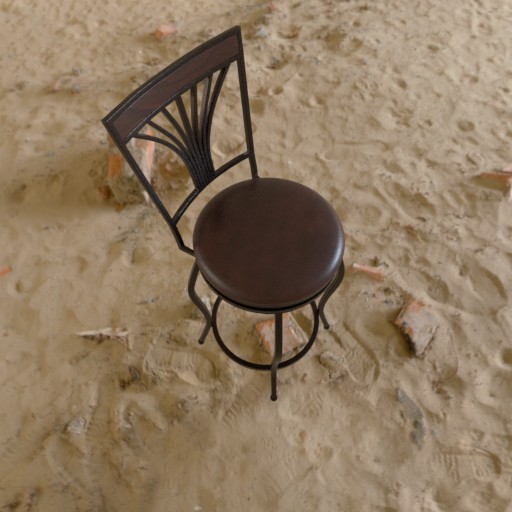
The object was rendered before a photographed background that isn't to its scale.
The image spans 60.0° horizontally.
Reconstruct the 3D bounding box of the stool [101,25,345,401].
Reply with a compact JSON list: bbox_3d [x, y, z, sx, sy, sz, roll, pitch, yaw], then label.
[{"bbox_3d":[0.000,0.000,1.377,0.514,1.117,0.433,33,63,19],"label":"stool"}]
